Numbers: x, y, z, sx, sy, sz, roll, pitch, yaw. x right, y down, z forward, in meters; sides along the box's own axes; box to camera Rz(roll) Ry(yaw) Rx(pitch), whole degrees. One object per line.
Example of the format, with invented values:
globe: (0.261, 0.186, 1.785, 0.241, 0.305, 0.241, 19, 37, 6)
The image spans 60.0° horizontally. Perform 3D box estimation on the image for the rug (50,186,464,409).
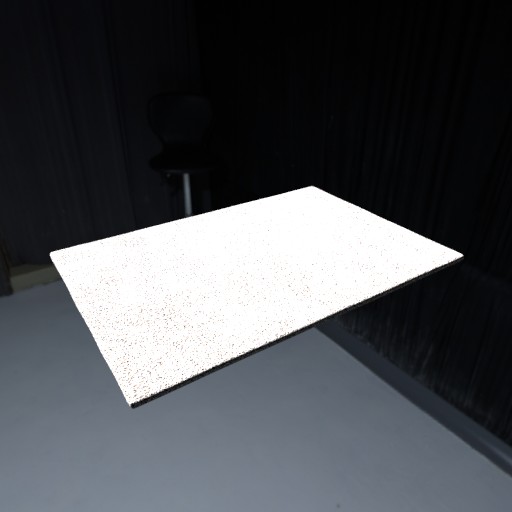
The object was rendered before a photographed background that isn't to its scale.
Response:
rug: (0.000, 0.000, 2.298, 1.778, 0.030, 1.219, -18, 34, -29)
